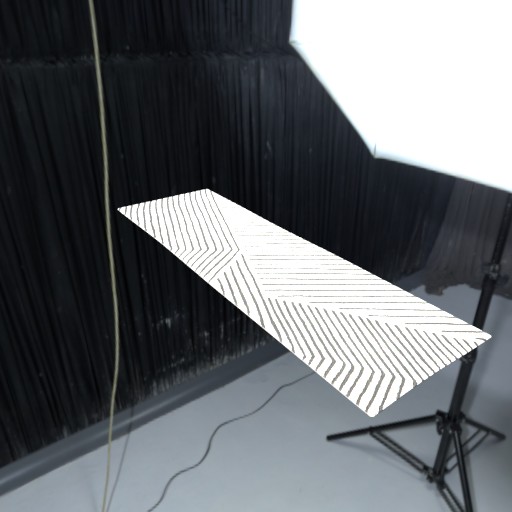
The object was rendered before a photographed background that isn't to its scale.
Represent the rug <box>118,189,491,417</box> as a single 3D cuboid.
[{"bbox_3d":[0.000,0.000,2.604,0.773,0.020,2.439,-18,32,-31],"label":"rug"}]
